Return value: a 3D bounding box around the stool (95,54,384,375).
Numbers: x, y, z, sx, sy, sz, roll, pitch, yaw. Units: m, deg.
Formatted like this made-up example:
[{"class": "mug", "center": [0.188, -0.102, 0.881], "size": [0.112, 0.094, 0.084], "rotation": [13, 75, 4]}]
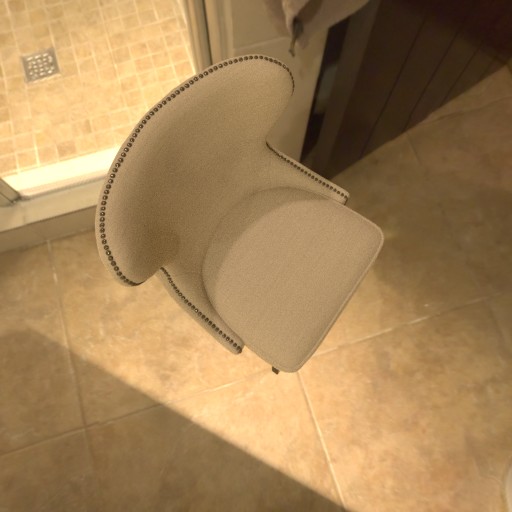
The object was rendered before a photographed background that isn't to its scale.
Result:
[{"class": "stool", "center": [0.000, 0.000, 1.345], "size": [0.597, 0.972, 0.615], "rotation": [34, 77, 9]}]
